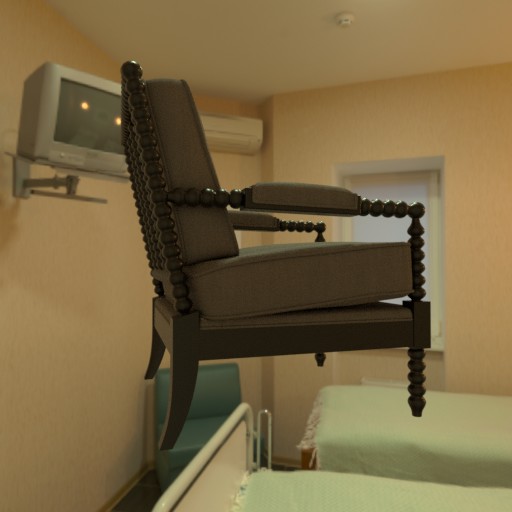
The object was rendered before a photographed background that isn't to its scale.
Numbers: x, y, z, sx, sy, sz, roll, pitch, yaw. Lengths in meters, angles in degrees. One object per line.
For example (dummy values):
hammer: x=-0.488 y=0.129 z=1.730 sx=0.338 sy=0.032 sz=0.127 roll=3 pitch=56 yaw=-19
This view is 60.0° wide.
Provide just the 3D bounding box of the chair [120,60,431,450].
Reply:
chair: x=0.000 y=0.000 z=1.056 sx=0.622 sy=0.661 sz=0.540 roll=0 pitch=-1 yaw=-17
